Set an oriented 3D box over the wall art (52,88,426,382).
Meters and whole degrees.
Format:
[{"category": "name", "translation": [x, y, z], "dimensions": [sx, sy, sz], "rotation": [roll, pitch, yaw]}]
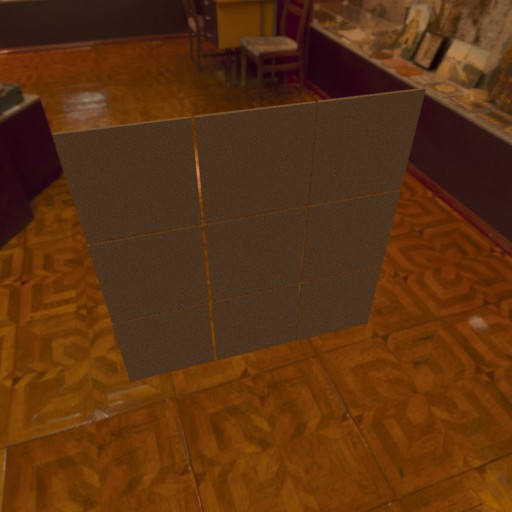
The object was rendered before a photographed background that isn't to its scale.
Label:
[{"category": "wall art", "translation": [0.000, 0.000, 1.350], "dimensions": [0.919, 0.917, 0.010], "rotation": [-11, 42, -13]}]
